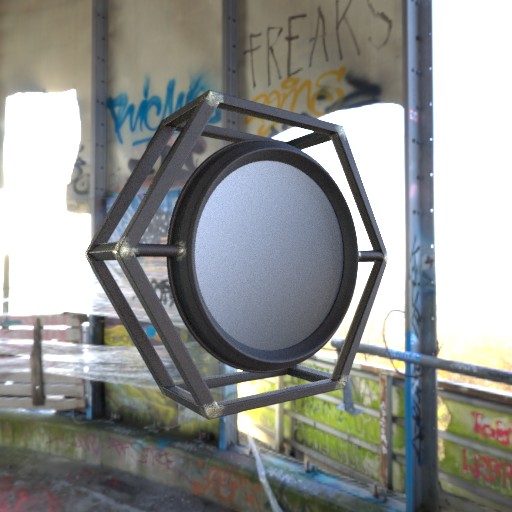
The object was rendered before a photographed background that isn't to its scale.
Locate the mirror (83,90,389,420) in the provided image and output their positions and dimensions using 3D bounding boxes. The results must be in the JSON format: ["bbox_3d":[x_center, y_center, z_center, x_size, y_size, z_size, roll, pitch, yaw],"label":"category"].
[{"bbox_3d":[0.000,0.000,0.548,0.380,0.334,0.119,1,-2,-36],"label":"mirror"}]
